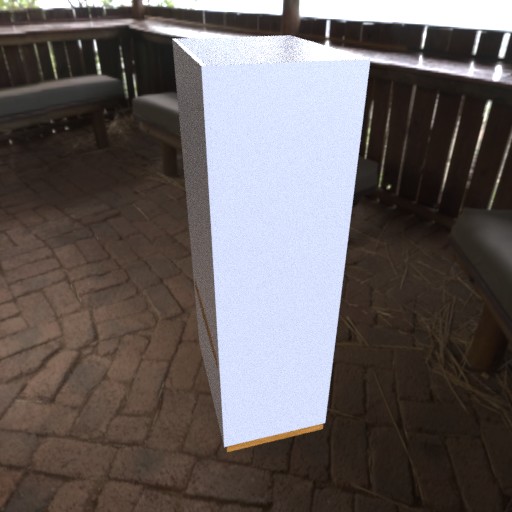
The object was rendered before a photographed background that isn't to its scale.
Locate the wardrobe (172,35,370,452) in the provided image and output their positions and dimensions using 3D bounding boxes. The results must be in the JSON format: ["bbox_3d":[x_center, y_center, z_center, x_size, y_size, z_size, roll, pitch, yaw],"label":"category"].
[{"bbox_3d":[0.000,0.000,2.380,0.600,2.040,0.860,-8,32,-13],"label":"wardrobe"}]
